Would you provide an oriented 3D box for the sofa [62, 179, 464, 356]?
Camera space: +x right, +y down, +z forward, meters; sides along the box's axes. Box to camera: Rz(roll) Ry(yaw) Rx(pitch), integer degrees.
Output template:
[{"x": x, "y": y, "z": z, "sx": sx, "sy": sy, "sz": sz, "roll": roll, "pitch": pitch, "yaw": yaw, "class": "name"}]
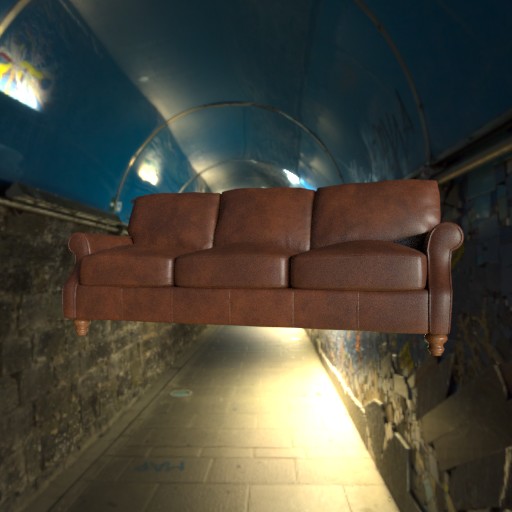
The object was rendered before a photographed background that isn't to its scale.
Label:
[{"x": 0.000, "y": 0.000, "z": 2.819, "sx": 2.351, "sy": 0.977, "sz": 0.973, "roll": 0, "pitch": -1, "yaw": 18, "class": "sofa"}]
